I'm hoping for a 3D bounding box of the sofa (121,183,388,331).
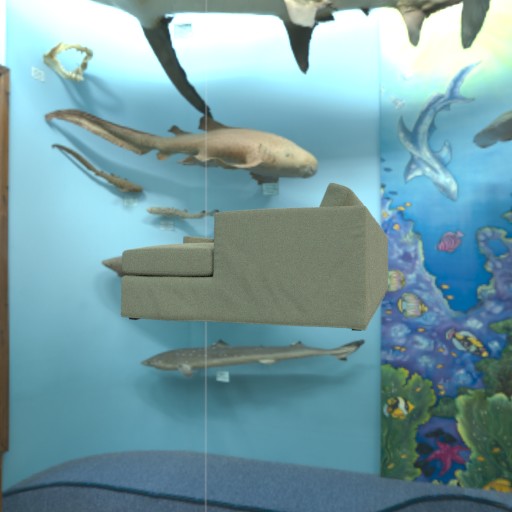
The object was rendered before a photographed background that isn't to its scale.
[{"bbox_3d":[0.000,0.000,4.439,2.427,0.882,3.460,0,-1,19],"label":"sofa"}]
